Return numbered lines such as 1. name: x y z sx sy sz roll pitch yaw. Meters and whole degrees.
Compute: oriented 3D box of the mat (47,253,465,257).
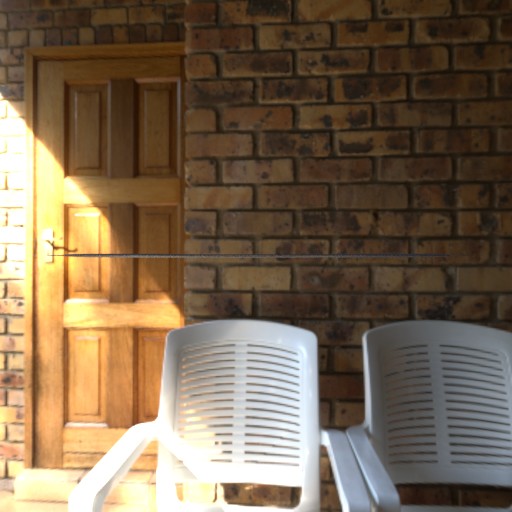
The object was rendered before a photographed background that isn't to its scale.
1. mat: 0.000 0.000 1.886 1.524 0.013 0.913 0 0 -1
